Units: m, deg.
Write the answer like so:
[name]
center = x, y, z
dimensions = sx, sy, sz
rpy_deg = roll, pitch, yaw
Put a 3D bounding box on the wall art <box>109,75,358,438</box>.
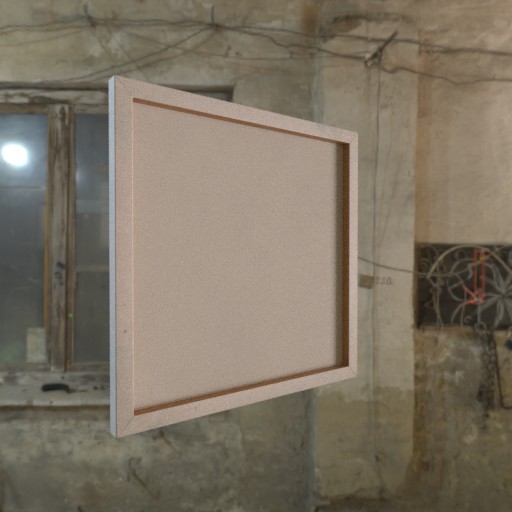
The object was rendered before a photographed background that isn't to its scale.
[wall art]
center = 0.000, 0.000, 1.169
dimensions = 0.762, 0.762, 0.038
rpy_deg = -1, 1, -37
